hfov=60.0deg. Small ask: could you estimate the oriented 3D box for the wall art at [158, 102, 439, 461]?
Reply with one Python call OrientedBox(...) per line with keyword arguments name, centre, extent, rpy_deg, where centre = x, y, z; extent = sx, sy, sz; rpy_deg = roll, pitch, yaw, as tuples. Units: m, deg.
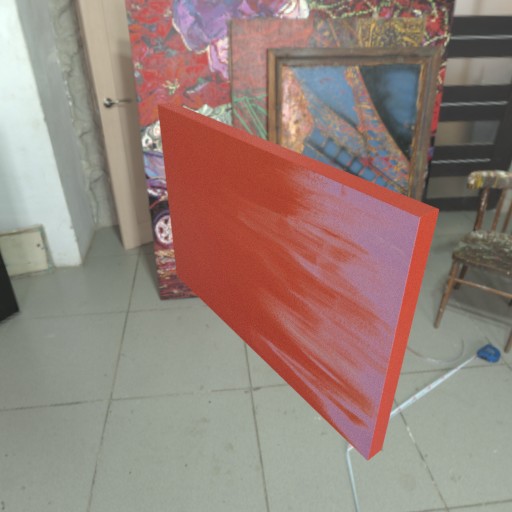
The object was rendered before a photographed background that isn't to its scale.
OrientedBox(name="wall art", centre=(0.000, 0.000, 0.771), extent=(0.033, 0.405, 0.607), rpy_deg=(-21, 37, -30))
